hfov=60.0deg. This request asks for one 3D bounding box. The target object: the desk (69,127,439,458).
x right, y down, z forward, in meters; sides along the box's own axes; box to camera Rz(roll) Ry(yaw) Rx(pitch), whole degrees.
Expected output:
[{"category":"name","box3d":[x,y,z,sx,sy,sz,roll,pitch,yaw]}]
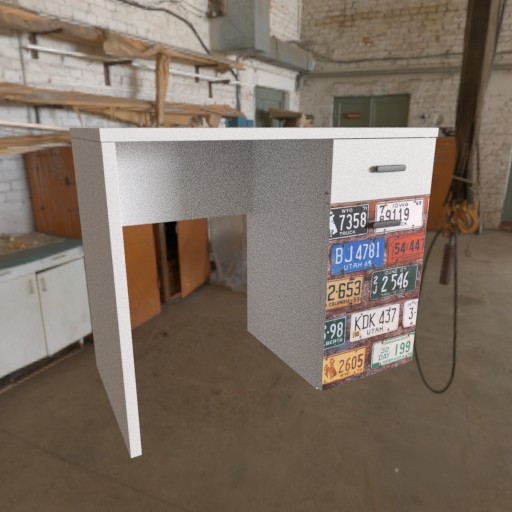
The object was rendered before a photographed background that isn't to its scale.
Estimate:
[{"category":"desk","box3d":[0.000,0.000,1.312,0.898,0.730,0.482,-9,18,-27]}]
